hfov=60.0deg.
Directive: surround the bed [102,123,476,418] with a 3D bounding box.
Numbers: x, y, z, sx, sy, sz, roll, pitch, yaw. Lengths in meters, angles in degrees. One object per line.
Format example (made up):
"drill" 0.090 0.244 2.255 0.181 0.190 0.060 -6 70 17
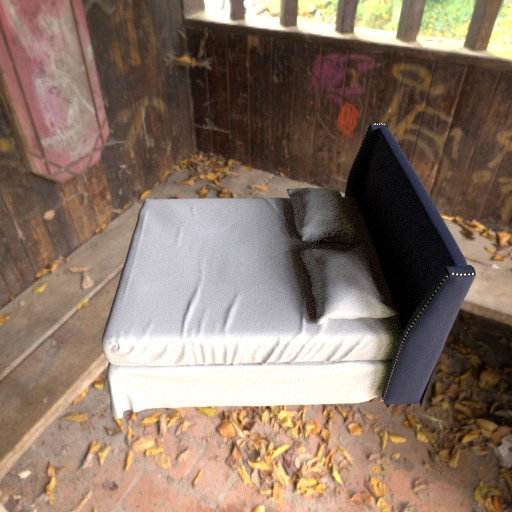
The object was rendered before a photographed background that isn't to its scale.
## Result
"bed" 0.000 0.000 3.416 2.276 1.332 1.925 -1 40 -1
